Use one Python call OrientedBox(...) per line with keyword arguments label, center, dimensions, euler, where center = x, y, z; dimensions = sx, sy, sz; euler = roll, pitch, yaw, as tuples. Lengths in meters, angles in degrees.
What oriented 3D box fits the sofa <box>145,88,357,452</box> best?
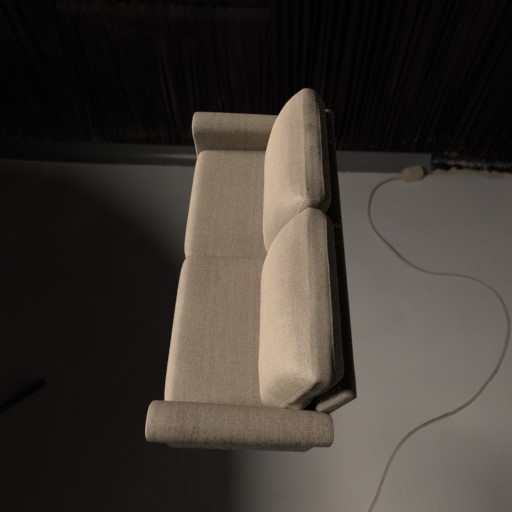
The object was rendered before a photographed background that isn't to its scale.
OrientedBox(label="sofa", center=(0.000, 0.000, 2.398), dimensions=(0.842, 0.942, 1.935), euler=(2, 59, 1))
